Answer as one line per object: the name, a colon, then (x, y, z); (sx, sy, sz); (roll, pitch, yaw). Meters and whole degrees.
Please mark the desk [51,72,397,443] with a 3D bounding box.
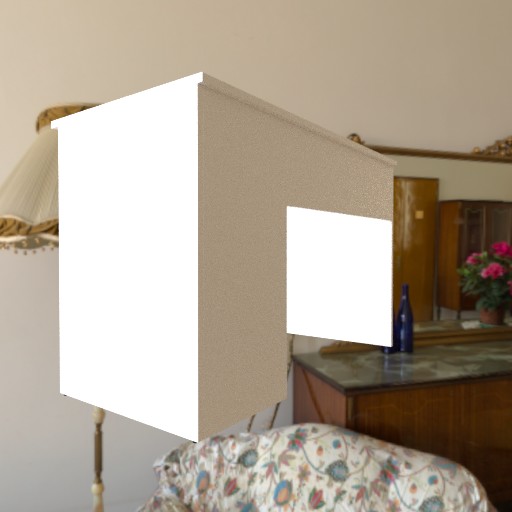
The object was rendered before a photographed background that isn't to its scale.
desk: (0.000, 0.000, 1.473); (0.560, 0.735, 1.097); (1, 1, 37)
